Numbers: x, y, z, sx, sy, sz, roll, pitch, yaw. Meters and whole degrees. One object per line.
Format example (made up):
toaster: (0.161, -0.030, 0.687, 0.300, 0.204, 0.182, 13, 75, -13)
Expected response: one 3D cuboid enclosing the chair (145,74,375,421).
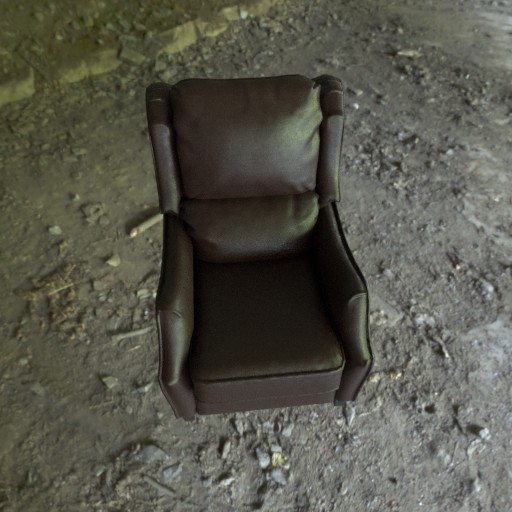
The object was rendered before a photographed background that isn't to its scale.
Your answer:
chair: (0.000, 0.000, 1.747, 0.770, 1.132, 0.982, -4, 46, -4)
